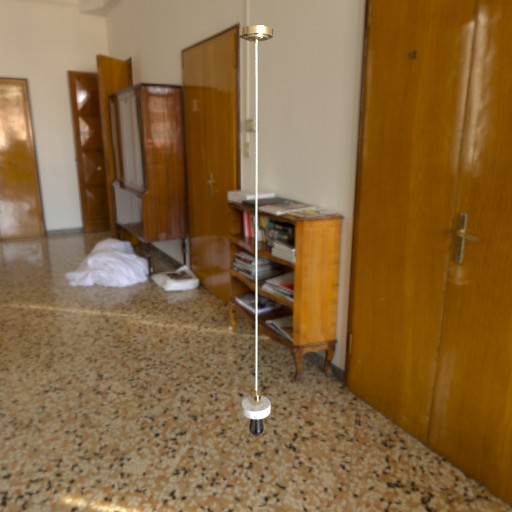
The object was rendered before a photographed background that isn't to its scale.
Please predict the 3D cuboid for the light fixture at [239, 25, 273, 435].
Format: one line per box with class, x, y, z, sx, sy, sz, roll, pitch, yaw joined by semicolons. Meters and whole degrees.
light fixture;0.000;0.000;1.795;0.129;1.669;0.129;7;16;24
